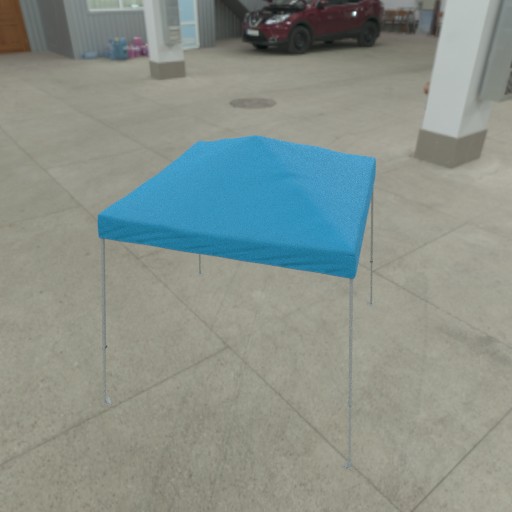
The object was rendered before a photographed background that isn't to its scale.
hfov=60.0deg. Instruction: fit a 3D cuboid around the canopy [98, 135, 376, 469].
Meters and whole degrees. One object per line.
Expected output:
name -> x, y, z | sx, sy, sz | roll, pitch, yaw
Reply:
canopy -> 0.000, 0.000, 5.212 | 2.850, 2.850, 2.849 | 9, 33, 14
